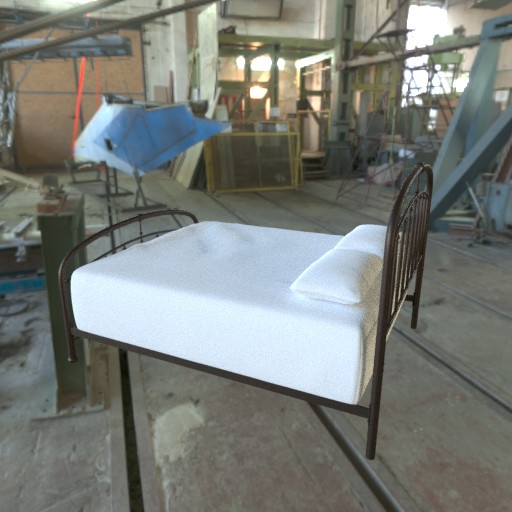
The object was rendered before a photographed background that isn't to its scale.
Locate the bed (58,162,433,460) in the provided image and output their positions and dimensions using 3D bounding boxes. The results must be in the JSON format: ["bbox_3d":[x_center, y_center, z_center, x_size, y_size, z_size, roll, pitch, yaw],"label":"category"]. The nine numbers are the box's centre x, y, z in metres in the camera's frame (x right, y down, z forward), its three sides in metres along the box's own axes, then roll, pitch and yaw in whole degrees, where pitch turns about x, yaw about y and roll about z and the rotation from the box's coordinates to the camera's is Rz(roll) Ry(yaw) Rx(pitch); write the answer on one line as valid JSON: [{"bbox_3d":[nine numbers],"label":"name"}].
[{"bbox_3d":[0.000,0.000,3.229,2.180,1.425,1.711,8,19,25],"label":"bed"}]
